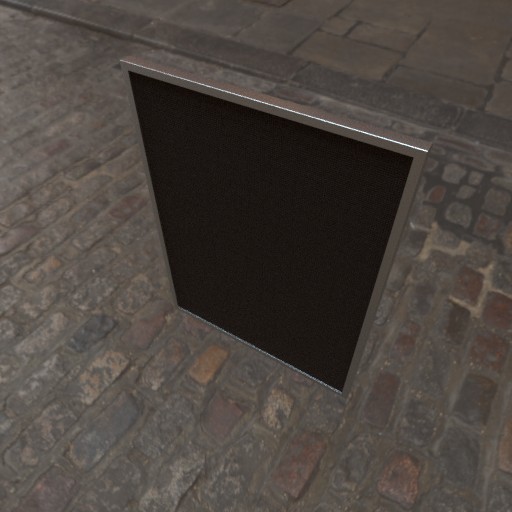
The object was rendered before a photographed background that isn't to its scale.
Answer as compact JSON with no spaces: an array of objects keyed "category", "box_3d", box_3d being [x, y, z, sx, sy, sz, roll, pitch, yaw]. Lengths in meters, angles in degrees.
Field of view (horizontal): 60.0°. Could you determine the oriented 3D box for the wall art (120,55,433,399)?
[{"category":"wall art","box_3d":[0.000,0.000,1.395,0.801,1.062,0.037,24,51,21]}]
